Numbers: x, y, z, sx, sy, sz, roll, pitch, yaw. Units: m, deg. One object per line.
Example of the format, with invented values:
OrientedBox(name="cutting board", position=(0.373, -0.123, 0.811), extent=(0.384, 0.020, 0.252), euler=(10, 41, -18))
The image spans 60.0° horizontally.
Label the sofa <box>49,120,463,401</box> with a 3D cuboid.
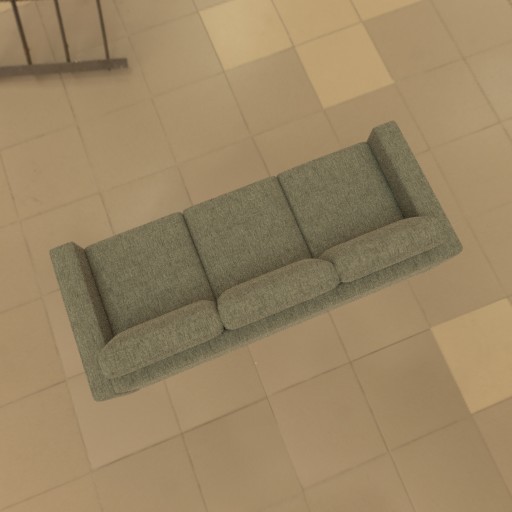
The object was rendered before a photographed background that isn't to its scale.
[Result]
OrientedBox(name="sofa", position=(0.000, 0.000, 2.613), extent=(2.160, 0.800, 0.900), euler=(-22, 77, -5))
